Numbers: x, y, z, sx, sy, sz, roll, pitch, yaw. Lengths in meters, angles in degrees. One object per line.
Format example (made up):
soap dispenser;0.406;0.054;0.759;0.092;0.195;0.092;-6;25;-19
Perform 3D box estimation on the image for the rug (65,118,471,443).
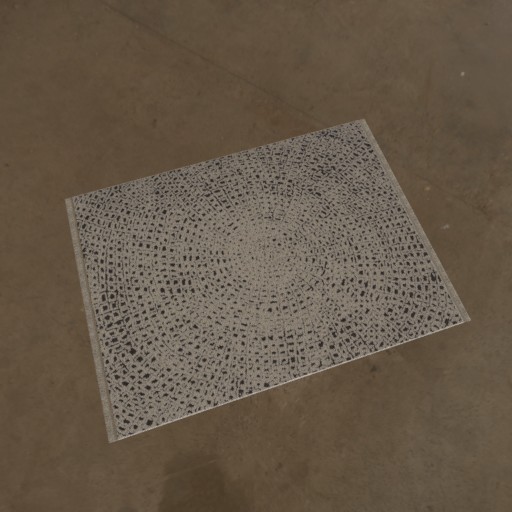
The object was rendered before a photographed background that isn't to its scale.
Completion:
rug;0.000;0.000;2.106;1.634;0.003;1.190;-17;68;-7
